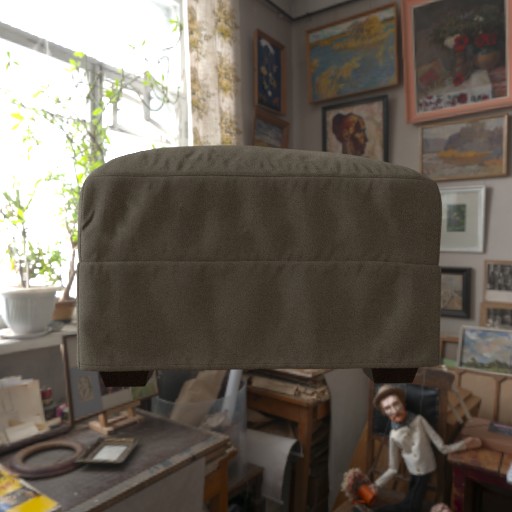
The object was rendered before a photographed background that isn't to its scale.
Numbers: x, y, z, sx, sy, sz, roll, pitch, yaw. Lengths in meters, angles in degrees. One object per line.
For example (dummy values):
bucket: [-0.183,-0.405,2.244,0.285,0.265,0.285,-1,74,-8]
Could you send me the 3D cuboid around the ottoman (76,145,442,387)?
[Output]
ottoman: [0.000,0.000,1.064,0.712,0.480,0.584,0,1,-2]
